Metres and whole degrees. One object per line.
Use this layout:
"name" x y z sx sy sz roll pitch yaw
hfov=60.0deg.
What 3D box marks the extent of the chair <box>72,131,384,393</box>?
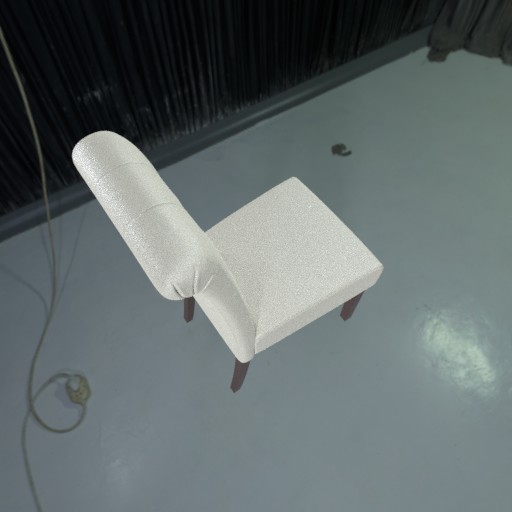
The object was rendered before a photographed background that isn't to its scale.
"chair" 0.000 0.000 1.322 0.671 1.006 0.456 -31 64 -17
